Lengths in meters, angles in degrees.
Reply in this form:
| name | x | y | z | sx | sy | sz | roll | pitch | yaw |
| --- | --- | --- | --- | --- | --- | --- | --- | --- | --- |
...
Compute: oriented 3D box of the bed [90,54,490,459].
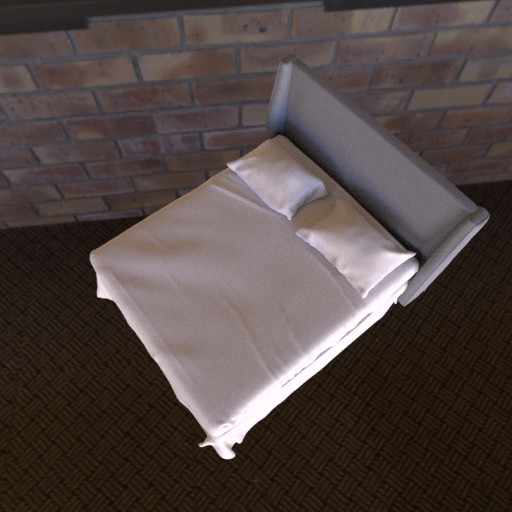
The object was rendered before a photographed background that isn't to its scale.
| name | x | y | z | sx | sy | sz | roll | pitch | yaw |
| --- | --- | --- | --- | --- | --- | --- | --- | --- | --- |
| bed | 0.000 | 0.000 | 3.359 | 2.276 | 1.332 | 1.925 | -35 | 68 | -16 |
